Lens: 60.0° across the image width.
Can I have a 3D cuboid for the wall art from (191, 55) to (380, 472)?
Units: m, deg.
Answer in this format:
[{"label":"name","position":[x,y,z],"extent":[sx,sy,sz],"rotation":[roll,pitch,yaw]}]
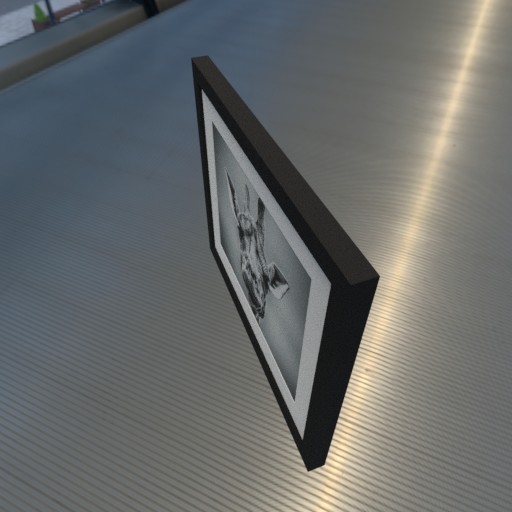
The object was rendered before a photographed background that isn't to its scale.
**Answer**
[{"label":"wall art","position":[0.000,0.000,0.746],"extent":[0.031,0.457,0.558],"rotation":[-15,47,-14]}]
